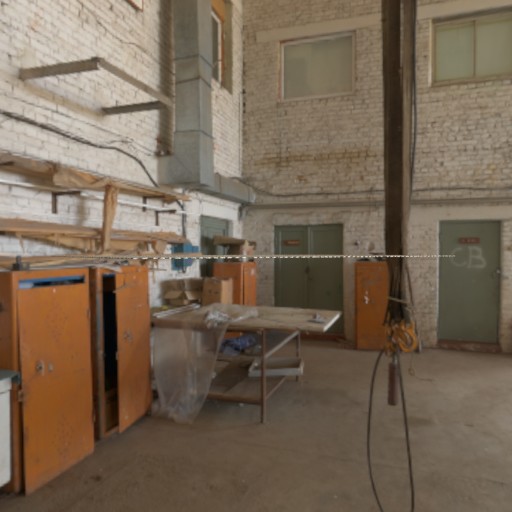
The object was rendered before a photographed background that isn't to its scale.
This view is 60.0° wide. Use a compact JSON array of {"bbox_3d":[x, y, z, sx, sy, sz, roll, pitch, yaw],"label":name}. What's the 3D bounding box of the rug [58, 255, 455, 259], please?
[{"bbox_3d":[0.000,0.000,2.301,1.750,0.004,1.177,0,1,-35],"label":"rug"}]
